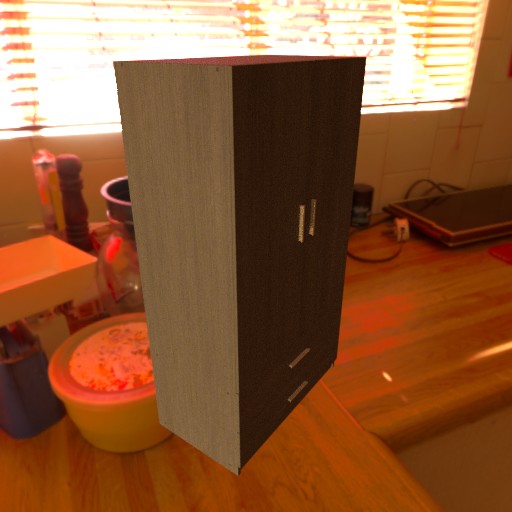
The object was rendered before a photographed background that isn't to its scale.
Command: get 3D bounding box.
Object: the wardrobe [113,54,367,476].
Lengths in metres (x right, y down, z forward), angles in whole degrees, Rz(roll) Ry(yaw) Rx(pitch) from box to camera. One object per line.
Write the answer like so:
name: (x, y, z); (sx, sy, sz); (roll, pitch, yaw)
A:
wardrobe: (0.000, 0.000, 2.221); (0.577, 1.808, 0.991); (18, 31, 32)
